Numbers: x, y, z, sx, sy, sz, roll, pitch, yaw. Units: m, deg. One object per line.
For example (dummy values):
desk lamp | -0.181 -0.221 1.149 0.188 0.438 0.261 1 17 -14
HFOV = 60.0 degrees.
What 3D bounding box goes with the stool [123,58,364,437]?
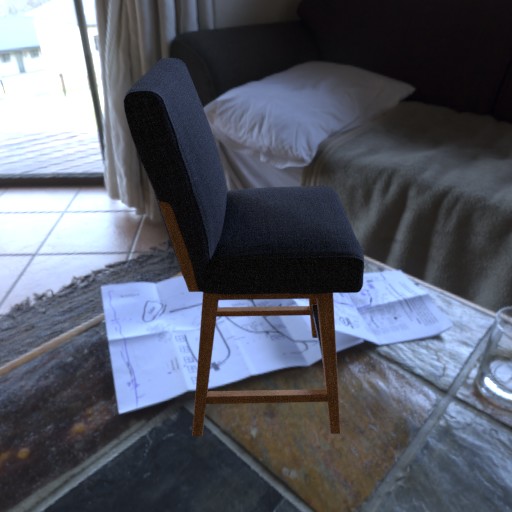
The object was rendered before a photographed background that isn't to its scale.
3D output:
stool | 0.000 0.000 1.281 0.526 1.010 0.459 -1 32 -1
